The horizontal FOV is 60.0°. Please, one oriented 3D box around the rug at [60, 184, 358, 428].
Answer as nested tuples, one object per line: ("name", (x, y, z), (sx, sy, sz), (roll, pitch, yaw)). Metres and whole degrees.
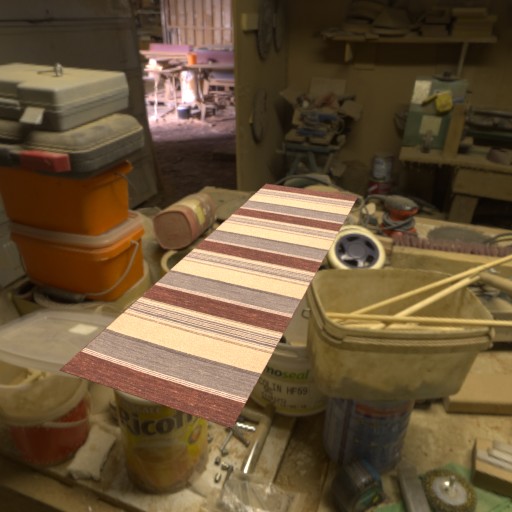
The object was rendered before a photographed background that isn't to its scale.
("rug", (0.000, 0.000, 2.709), (0.792, 0.006, 2.437), (11, 31, 19))
